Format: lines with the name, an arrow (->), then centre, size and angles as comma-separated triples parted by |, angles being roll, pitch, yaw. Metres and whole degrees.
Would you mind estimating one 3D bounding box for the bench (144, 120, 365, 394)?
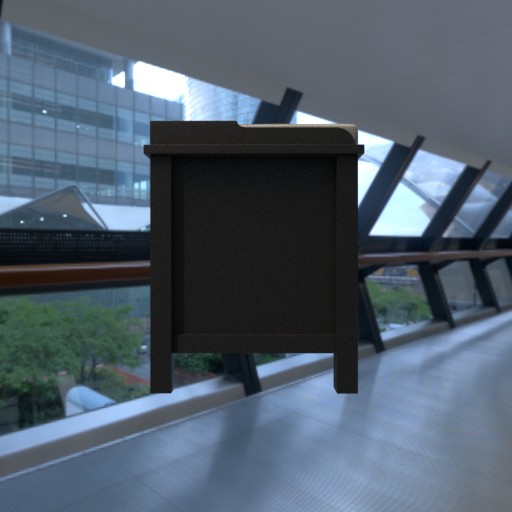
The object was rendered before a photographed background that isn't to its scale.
bench -> 0.000, 0.000, 1.368 | 0.398, 0.501, 1.140 | 0, 0, 0
